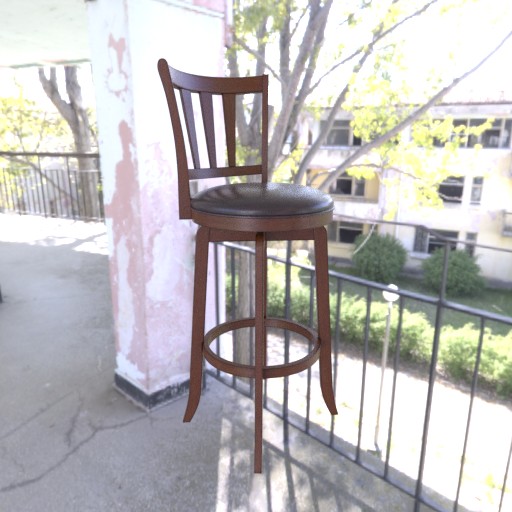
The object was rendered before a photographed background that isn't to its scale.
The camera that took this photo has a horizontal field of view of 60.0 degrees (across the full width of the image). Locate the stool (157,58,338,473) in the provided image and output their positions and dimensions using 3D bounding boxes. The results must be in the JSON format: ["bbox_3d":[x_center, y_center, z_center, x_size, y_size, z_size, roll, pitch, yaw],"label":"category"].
[{"bbox_3d":[0.000,0.000,1.446,0.503,1.177,0.464,14,20,42],"label":"stool"}]
